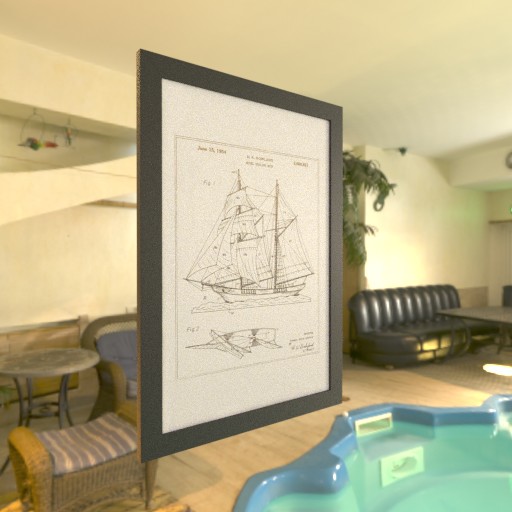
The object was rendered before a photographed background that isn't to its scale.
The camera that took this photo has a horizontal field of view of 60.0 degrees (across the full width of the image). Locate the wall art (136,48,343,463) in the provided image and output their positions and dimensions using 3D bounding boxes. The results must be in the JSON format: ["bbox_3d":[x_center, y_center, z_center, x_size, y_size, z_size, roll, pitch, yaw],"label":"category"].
[{"bbox_3d":[0.000,0.000,0.689,0.381,0.534,0.013,0,1,-37],"label":"wall art"}]
